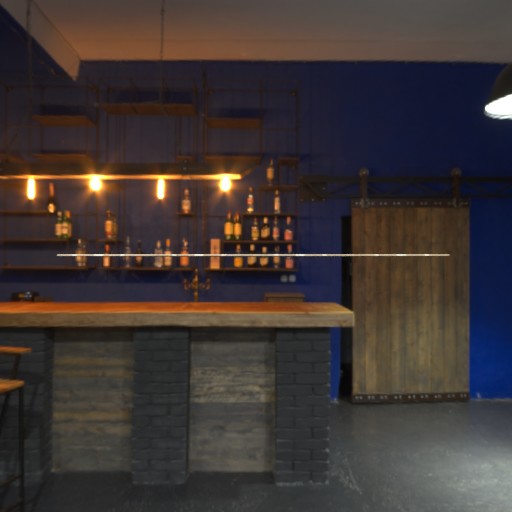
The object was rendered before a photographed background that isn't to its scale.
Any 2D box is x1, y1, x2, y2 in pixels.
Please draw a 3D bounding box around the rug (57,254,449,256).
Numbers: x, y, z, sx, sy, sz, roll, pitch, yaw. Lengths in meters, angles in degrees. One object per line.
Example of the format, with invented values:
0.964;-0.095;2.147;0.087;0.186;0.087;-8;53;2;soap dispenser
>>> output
0.000;0.000;4.413;2.438;0.010;3.353;0;0;1;rug
